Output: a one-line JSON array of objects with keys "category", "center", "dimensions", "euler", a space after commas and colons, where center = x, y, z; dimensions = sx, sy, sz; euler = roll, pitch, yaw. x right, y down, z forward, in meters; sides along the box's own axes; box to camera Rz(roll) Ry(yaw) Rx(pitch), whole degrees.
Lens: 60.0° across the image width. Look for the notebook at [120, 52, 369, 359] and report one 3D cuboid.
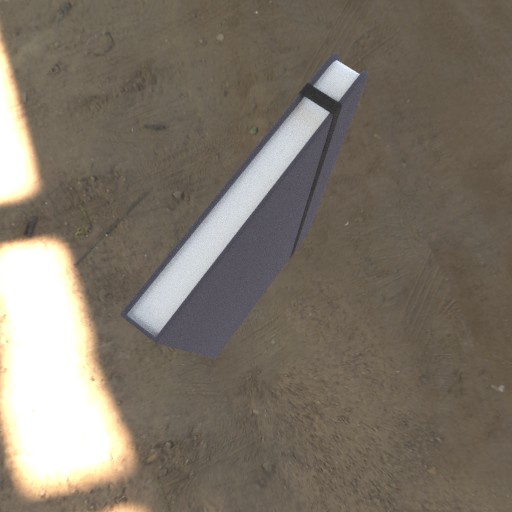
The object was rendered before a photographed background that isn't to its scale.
[{"category": "notebook", "center": [0.000, 0.000, 0.256], "dimensions": [0.016, 0.213, 0.127], "euler": [36, 78, 8]}]
